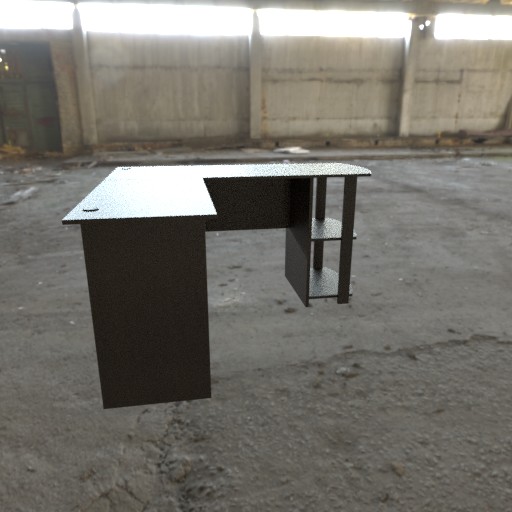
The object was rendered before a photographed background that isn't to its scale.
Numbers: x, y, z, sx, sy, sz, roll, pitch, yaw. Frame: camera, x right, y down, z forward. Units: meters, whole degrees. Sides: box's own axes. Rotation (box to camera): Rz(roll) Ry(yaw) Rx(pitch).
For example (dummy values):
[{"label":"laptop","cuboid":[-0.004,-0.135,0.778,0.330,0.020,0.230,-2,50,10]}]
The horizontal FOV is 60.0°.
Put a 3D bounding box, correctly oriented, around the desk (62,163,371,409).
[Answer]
[{"label":"desk","cuboid":[0.000,0.000,2.108,1.361,0.716,1.303,-3,18,-9]}]
